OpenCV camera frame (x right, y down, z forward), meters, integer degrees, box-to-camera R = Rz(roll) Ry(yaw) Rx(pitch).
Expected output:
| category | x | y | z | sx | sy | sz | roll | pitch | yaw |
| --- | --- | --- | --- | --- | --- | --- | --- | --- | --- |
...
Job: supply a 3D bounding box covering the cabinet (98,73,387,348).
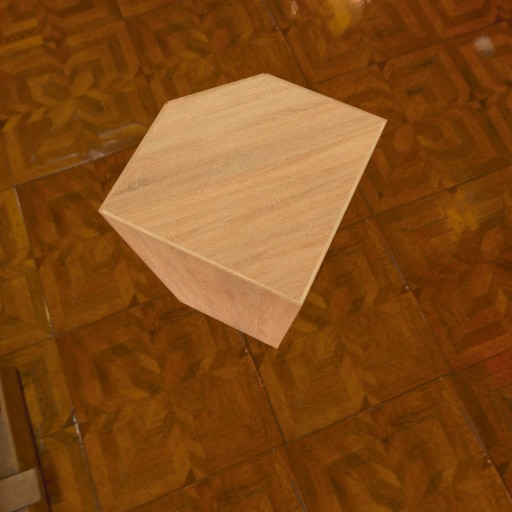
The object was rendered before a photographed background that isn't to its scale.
| category | x | y | z | sx | sy | sz | roll | pitch | yaw |
| --- | --- | --- | --- | --- | --- | --- | --- | --- | --- |
| cabinet | 0.000 | 0.000 | 2.913 | 1.327 | 2.120 | 1.094 | -18 | 75 | -5 |
